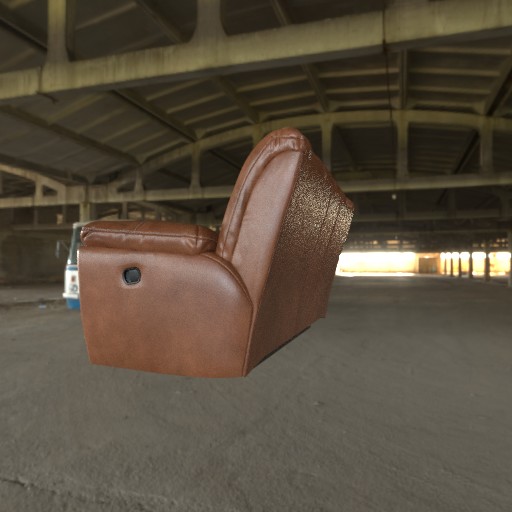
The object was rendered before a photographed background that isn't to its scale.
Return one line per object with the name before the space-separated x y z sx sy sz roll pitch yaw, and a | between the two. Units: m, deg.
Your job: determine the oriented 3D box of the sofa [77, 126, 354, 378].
sofa | 0.000 0.000 2.645 0.991 1.043 2.058 0 -1 18
